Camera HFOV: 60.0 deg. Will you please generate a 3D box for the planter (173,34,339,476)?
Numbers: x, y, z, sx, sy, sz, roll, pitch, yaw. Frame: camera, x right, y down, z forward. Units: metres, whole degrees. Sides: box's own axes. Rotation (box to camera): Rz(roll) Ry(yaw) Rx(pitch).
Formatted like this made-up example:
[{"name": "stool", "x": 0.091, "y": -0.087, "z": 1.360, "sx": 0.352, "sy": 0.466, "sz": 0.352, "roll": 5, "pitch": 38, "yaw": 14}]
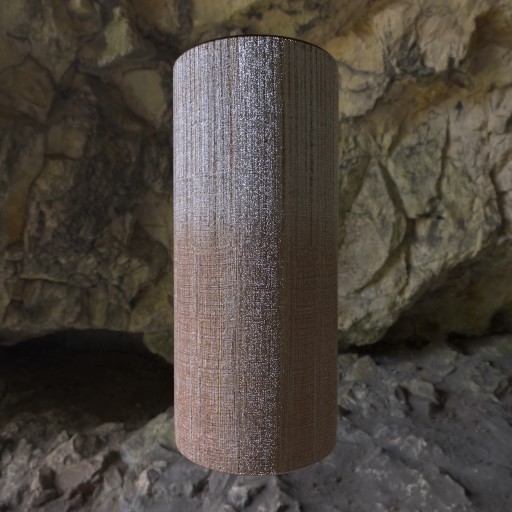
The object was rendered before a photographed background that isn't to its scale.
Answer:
[{"name": "planter", "x": 0.000, "y": 0.000, "z": 0.275, "sx": 0.100, "sy": 0.227, "sz": 0.100, "roll": -1, "pitch": 1, "yaw": -35}]
